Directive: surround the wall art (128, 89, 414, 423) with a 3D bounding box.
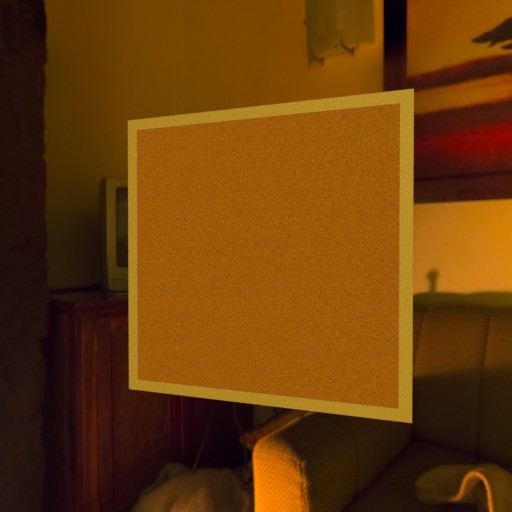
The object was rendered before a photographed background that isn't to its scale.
[{"bbox_3d":[0.000,0.000,0.684,0.456,0.457,0.009,0,1,19],"label":"wall art"}]
